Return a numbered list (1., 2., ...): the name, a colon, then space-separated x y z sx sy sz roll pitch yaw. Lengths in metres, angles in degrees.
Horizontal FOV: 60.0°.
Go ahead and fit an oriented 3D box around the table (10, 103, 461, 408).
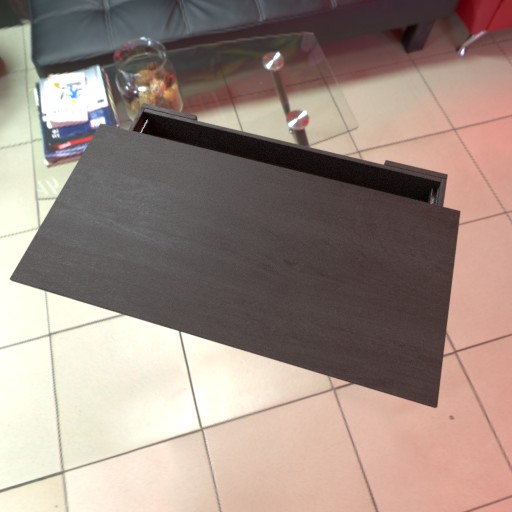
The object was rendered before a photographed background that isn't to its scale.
1. table: 0.000 0.000 1.384 1.000 0.570 0.711 15 65 7
